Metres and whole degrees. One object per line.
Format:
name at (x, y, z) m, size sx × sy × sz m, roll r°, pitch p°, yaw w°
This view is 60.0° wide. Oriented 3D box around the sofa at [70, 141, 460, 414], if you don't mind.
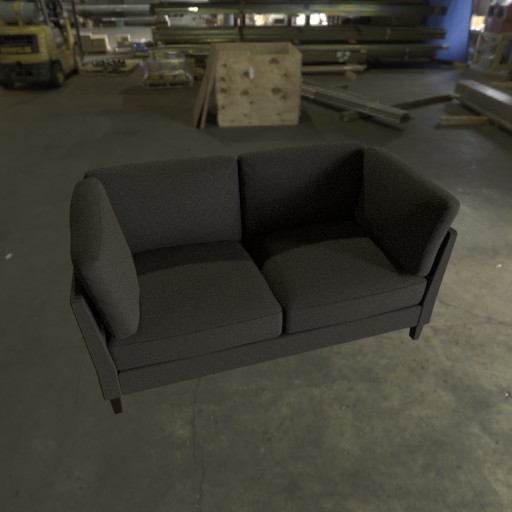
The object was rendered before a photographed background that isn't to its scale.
sofa at (0.000, 0.000, 2.359) m, size 1.751 × 0.920 × 0.969 m, roll -10°, pitch 33°, yaw -15°
